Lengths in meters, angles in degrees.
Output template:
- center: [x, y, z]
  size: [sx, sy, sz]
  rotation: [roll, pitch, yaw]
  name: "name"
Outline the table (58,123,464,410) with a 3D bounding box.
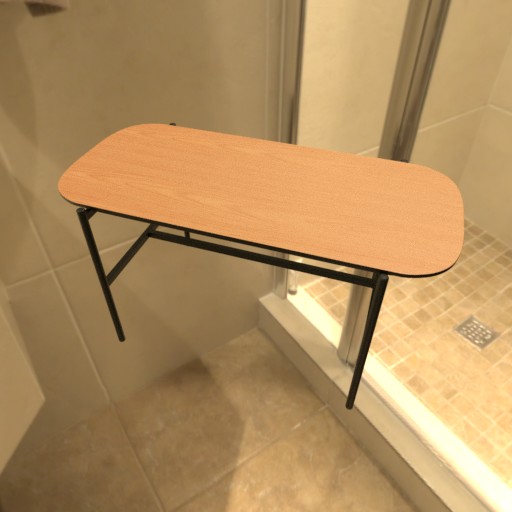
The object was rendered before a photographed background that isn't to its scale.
- center: [0.000, 0.000, 1.036]
  size: [0.800, 0.400, 0.400]
  rotation: [13, 43, 14]
  name: "table"
